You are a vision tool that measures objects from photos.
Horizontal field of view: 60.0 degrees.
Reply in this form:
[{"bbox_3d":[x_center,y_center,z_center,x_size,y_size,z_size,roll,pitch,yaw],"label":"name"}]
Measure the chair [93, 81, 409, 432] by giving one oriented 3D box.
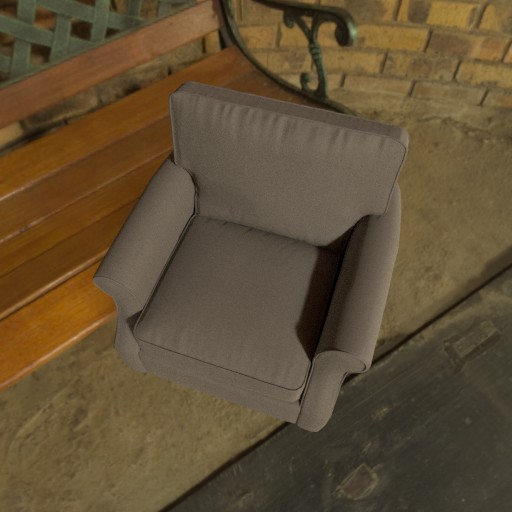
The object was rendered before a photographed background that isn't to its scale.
[{"bbox_3d":[0.000,0.000,1.754,1.029,0.967,0.966,16,58,10],"label":"chair"}]
